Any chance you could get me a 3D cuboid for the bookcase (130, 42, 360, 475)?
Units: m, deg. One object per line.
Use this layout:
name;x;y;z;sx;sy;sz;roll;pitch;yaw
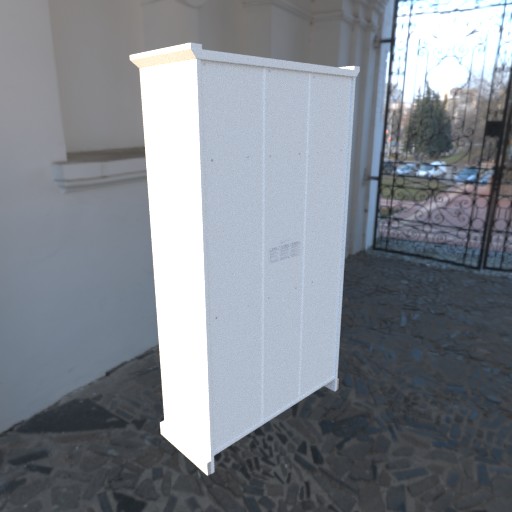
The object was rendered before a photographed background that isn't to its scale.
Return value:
bookcase;0.000;0.000;2.324;1.050;1.880;0.432;-16;23;-41
